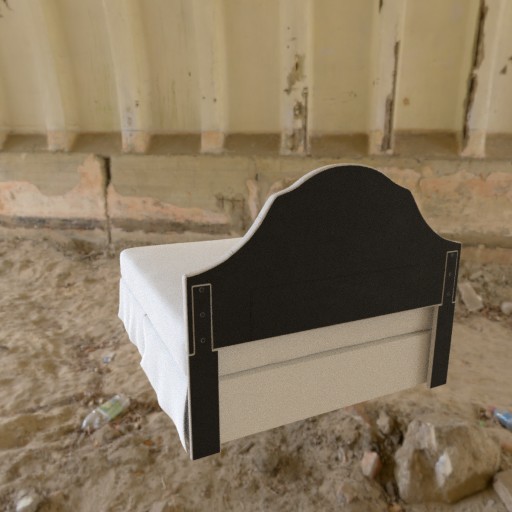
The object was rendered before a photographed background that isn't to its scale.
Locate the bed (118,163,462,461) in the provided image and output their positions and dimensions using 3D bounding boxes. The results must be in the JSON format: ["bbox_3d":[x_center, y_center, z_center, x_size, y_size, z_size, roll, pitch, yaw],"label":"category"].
[{"bbox_3d":[0.000,0.000,3.771,2.039,1.617,2.477,-6,15,-24],"label":"bed"}]
